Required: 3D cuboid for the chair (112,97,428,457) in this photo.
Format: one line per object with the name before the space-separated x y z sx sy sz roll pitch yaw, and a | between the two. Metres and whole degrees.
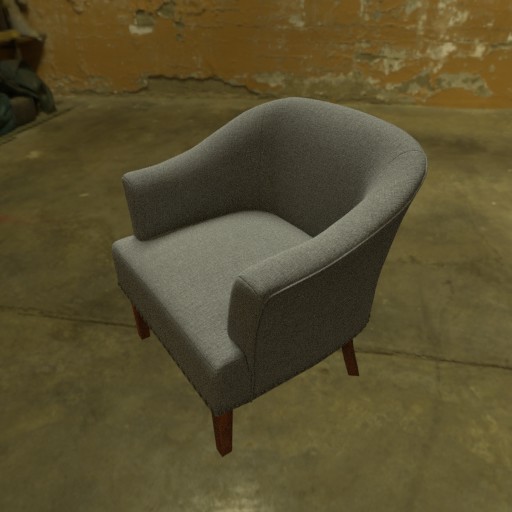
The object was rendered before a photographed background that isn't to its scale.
chair | 0.000 0.000 1.388 0.704 0.815 0.798 -20 37 -29
